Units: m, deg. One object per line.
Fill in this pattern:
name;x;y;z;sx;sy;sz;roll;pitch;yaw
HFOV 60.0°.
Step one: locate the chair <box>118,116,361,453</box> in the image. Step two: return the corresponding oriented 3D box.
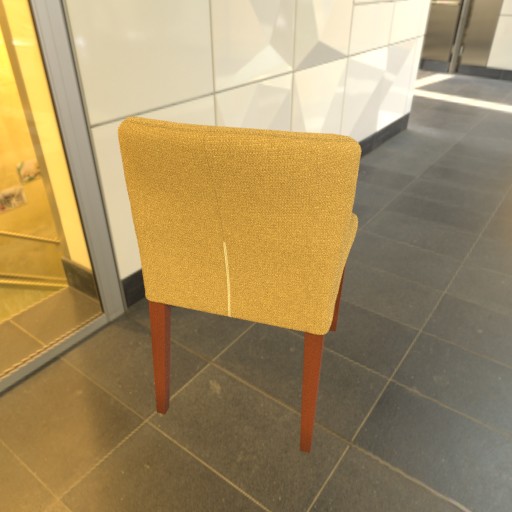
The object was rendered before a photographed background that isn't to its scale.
chair;0.000;0.000;1.181;0.491;0.839;0.589;9;33;14
